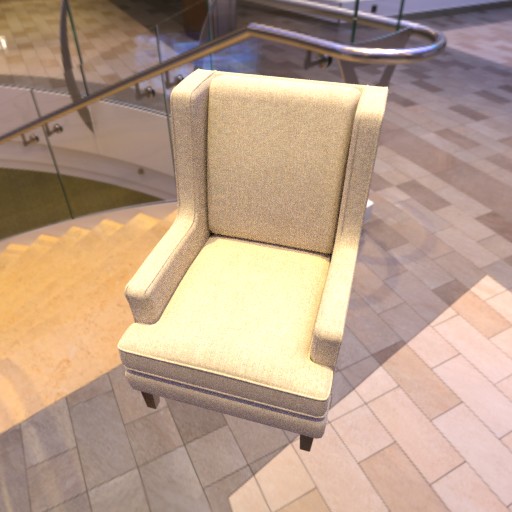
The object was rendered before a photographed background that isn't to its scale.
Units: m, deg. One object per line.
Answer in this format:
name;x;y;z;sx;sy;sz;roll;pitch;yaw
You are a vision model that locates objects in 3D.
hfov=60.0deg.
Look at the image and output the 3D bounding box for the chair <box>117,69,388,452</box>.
chair;0.000;0.000;1.718;0.764;1.082;0.948;11;41;12
